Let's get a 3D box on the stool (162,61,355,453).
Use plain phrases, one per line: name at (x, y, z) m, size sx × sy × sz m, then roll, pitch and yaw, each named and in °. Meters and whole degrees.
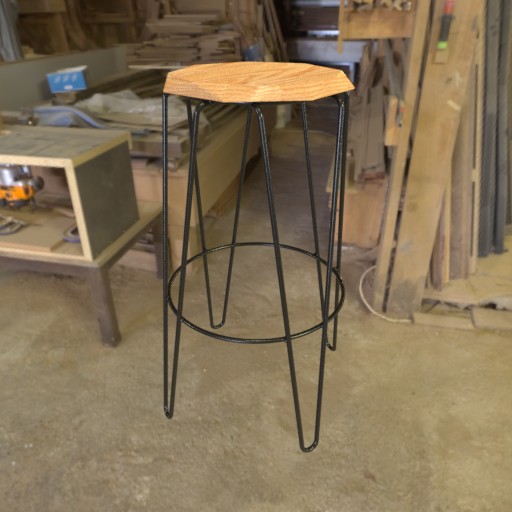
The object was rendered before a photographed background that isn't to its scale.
stool at (0.000, 0.000, 0.789) m, size 0.326 × 0.610 × 0.326 m, roll 8°, pitch 31°, yaw 14°
